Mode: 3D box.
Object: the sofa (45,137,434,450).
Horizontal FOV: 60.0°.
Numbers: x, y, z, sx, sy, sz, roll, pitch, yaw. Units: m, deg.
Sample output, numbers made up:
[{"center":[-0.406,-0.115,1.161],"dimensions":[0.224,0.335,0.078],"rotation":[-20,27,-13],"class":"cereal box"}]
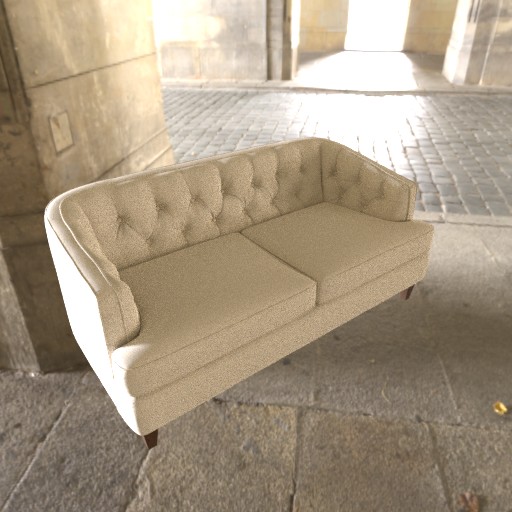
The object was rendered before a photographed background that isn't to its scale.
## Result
[{"center":[0.000,0.000,2.197],"dimensions":[1.733,0.855,0.941],"rotation":[-21,36,-32],"class":"sofa"}]
